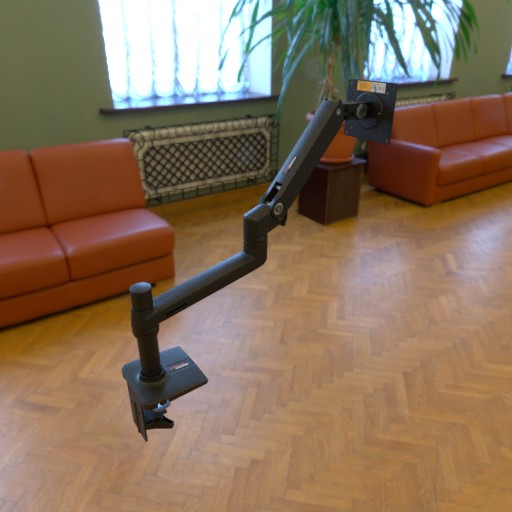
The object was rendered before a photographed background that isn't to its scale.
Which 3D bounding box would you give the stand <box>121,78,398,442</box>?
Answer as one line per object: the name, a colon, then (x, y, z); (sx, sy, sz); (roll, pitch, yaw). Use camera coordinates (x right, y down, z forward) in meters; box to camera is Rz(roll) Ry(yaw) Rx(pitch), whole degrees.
stand: (0.000, 0.000, 1.010); (0.650, 0.713, 0.152); (-18, 32, -31)
